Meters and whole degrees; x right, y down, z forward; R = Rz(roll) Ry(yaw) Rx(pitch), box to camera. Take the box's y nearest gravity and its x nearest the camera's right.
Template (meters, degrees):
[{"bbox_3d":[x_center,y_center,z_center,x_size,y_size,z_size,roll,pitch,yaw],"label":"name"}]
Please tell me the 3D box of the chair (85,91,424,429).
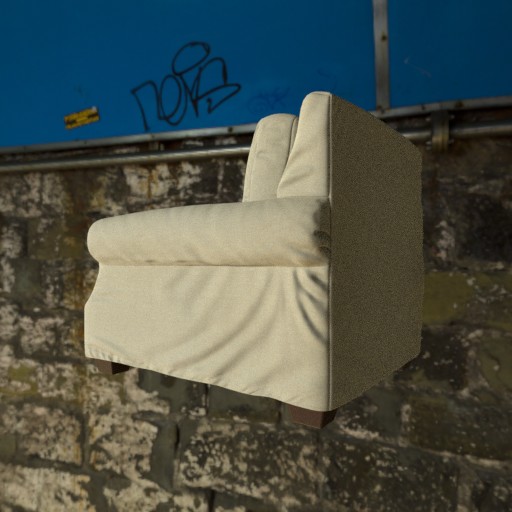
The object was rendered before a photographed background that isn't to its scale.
[{"bbox_3d":[0.000,0.000,1.689,1.066,0.866,0.940,0,1,36],"label":"chair"}]
